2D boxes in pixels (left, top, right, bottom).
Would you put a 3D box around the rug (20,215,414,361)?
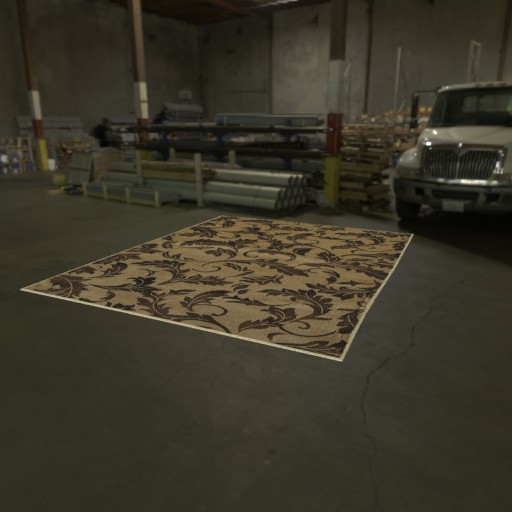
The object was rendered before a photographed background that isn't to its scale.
[{"bbox_3d":[0.000,0.000,3.999,2.380,0.008,2.977,8,18,24],"label":"rug"}]
